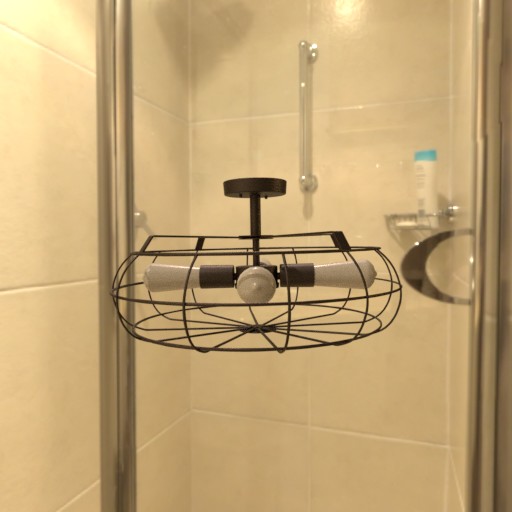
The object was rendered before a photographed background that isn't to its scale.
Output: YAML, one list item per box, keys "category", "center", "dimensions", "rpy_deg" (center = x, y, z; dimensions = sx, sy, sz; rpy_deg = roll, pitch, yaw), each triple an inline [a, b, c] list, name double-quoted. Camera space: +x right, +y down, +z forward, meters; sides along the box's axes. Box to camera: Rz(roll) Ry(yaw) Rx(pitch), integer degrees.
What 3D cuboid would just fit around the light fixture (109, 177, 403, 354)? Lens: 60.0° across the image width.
- category: "light fixture"
  center: [0.000, 0.000, 0.926]
  dimensions: [0.582, 0.311, 0.582]
  rpy_deg: [0, 1, 0]
